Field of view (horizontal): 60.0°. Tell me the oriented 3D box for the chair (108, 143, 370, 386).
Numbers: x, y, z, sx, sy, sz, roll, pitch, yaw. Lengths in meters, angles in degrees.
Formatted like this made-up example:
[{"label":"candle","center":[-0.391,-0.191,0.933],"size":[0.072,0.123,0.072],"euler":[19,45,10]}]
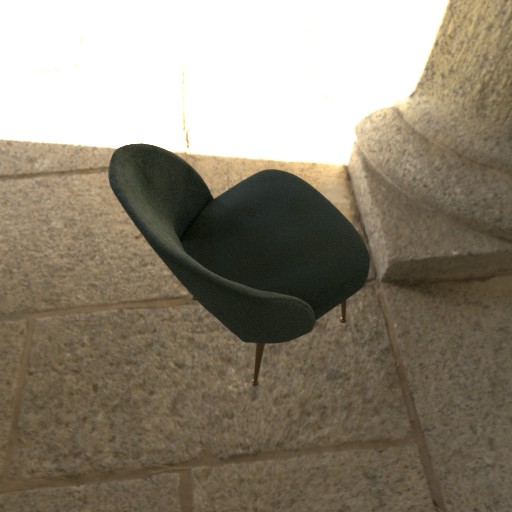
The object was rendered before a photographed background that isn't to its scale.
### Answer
[{"label":"chair","center":[0.000,0.000,1.261],"size":[0.577,0.860,0.527],"euler":[-31,64,-18]}]
